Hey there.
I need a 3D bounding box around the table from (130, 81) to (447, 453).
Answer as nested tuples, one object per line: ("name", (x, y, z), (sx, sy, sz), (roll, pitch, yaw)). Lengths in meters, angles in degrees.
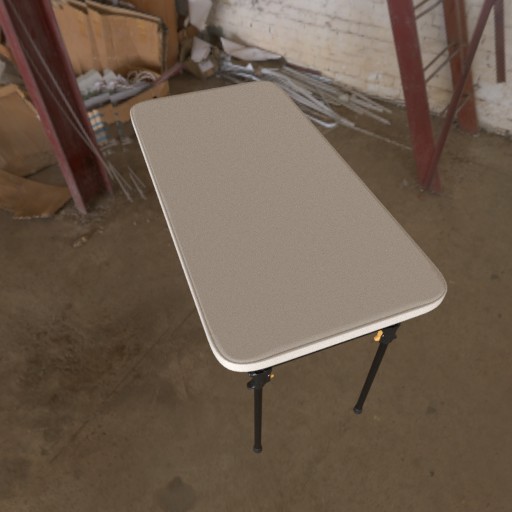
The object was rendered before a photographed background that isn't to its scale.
("table", (0.000, 0.000, 1.659), (0.610, 0.729, 1.219), (-15, 49, -14))
